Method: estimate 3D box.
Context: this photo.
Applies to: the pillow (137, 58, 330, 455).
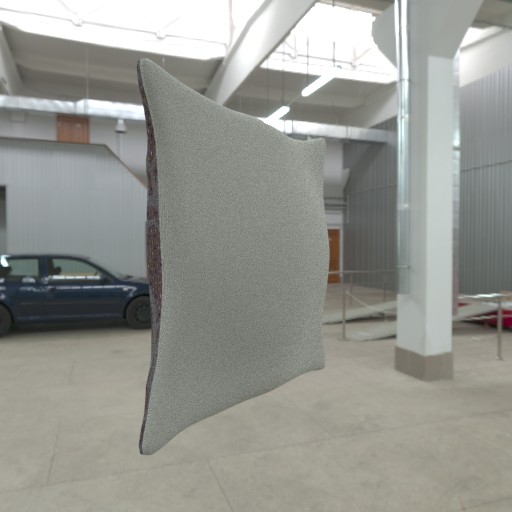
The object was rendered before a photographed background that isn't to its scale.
[{"bbox_3d":[0.000,0.000,0.777,0.163,0.513,0.514,1,2,35],"label":"pillow"}]
